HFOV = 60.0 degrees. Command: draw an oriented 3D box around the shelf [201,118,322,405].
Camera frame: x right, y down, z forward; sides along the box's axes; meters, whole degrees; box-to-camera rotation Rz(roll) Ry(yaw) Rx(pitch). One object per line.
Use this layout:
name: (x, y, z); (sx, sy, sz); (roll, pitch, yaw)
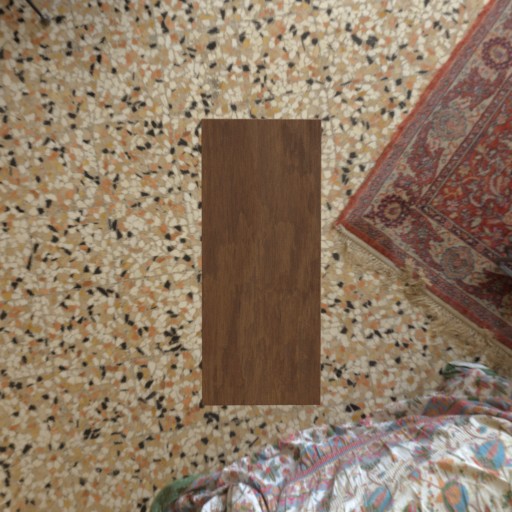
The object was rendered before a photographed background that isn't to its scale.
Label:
shelf: (0.000, 0.000, 2.194); (0.335, 1.905, 0.805); (0, 91, -1)
